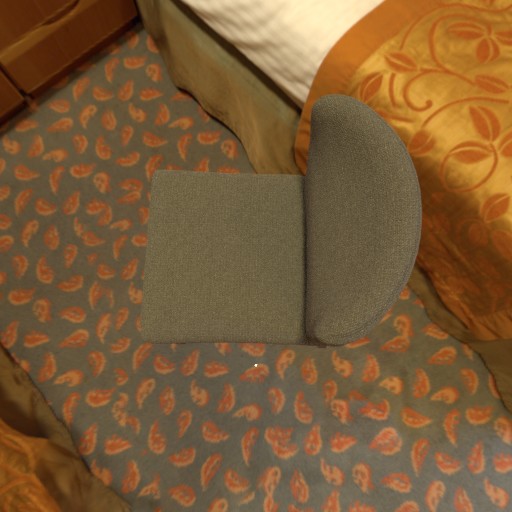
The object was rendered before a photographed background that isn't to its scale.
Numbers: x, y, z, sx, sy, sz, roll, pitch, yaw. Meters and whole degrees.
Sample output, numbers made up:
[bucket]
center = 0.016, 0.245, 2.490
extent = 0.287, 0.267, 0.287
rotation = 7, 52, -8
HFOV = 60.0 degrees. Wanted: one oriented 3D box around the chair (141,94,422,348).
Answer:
[chair]
center = 0.000, 0.000, 1.181
extent = 0.589, 0.839, 0.491
rotation = 1, 76, 0
